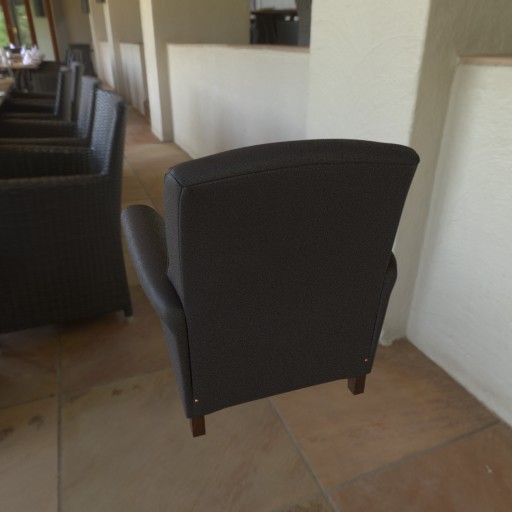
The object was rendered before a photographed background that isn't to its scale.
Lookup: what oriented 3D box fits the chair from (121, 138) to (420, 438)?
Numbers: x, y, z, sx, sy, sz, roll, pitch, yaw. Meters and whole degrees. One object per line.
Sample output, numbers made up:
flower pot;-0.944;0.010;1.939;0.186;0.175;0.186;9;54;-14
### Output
chair;0.000;0.000;1.770;0.978;1.061;0.902;-8;27;-17
